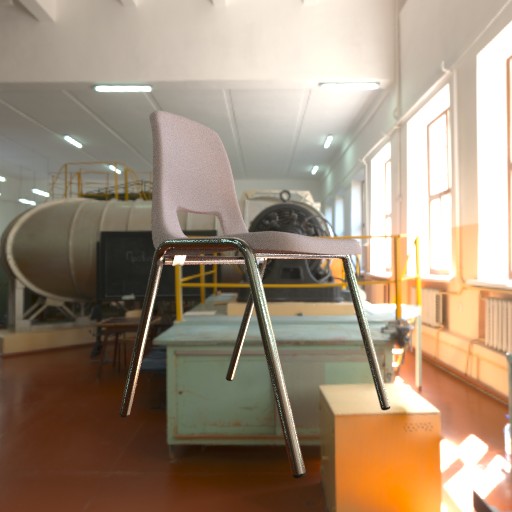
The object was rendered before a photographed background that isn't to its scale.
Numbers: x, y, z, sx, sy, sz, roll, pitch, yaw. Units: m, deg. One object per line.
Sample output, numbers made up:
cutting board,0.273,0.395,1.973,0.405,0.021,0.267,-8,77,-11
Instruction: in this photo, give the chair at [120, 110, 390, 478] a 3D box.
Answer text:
chair,0.000,0.000,0.919,0.436,0.653,0.381,0,-1,36
